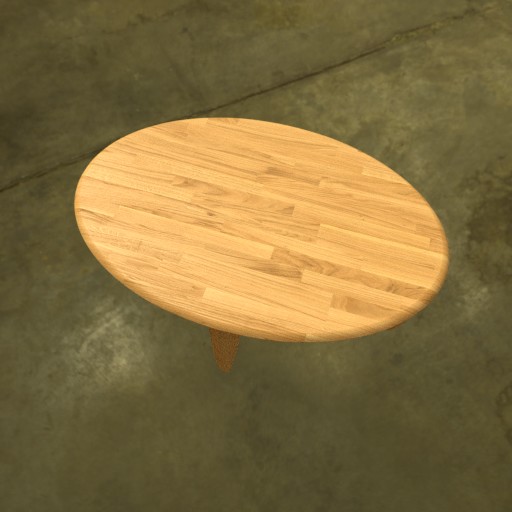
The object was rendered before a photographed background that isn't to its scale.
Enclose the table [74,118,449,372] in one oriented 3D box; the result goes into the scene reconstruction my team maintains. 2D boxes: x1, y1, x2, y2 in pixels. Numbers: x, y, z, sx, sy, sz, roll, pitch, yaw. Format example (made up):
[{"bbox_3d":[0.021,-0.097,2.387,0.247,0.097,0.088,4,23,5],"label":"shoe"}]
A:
[{"bbox_3d":[0.000,0.000,1.403,1.040,0.490,0.690,15,61,9],"label":"table"}]
